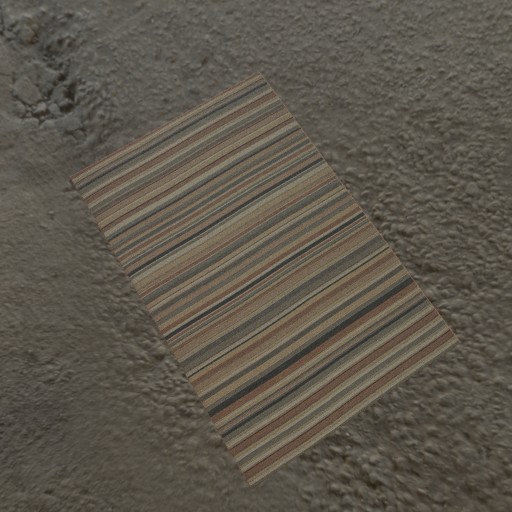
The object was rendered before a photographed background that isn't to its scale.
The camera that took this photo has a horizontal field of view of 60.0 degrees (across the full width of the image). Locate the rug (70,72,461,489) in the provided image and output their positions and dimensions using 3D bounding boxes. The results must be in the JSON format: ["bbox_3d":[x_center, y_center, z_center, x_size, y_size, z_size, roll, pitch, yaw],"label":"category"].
[{"bbox_3d":[0.000,0.000,2.287,1.219,0.008,1.829,-32,78,-8],"label":"rug"}]
